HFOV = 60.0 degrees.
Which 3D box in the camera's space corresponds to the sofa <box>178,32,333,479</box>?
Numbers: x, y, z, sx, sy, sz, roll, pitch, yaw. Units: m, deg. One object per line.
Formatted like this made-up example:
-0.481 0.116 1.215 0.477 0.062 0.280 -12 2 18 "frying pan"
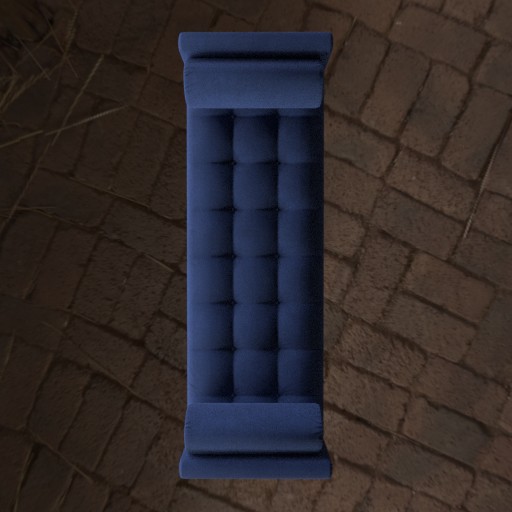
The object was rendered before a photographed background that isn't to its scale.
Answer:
0.000 0.000 2.254 0.686 0.635 1.981 0 91 0 "sofa"
